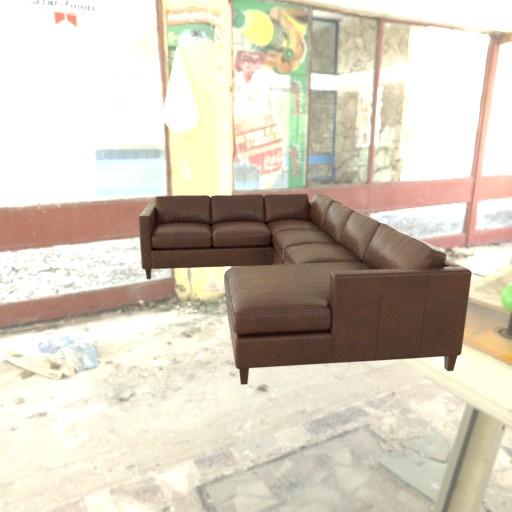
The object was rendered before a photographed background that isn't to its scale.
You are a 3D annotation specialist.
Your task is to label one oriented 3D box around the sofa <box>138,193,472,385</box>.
[{"bbox_3d":[0.000,0.000,4.407,2.452,0.891,3.324,-2,15,-7],"label":"sofa"}]
